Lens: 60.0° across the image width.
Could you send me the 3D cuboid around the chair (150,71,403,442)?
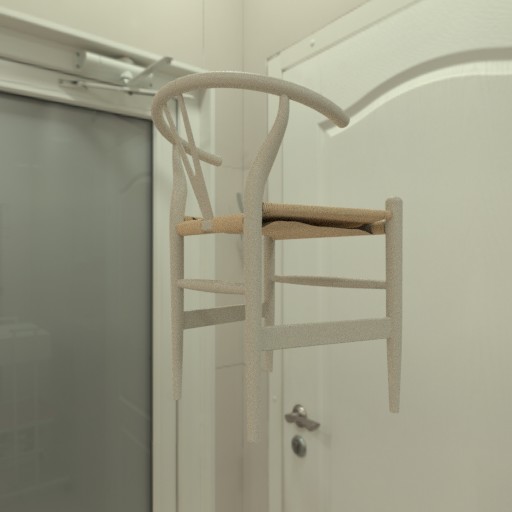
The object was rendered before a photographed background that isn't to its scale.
[{"bbox_3d":[0.000,0.000,1.095,0.500,0.736,0.533,0,0,-37],"label":"chair"}]
